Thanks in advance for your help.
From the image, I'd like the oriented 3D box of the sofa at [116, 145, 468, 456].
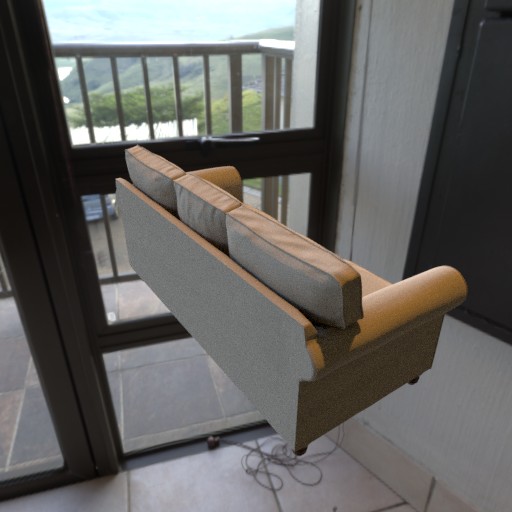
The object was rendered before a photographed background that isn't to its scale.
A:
[{"bbox_3d":[0.000,0.000,2.556,0.916,0.961,2.084,-18,33,-30],"label":"sofa"}]
